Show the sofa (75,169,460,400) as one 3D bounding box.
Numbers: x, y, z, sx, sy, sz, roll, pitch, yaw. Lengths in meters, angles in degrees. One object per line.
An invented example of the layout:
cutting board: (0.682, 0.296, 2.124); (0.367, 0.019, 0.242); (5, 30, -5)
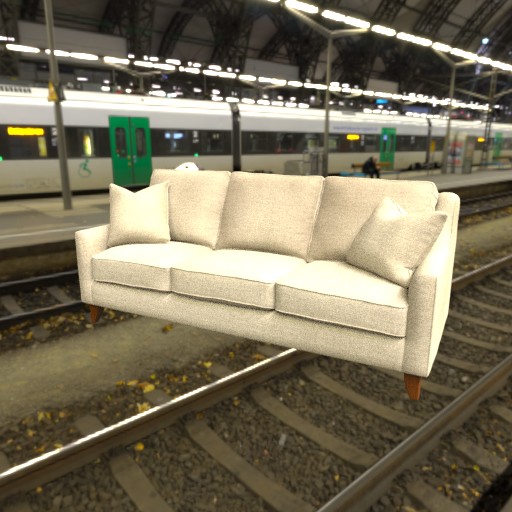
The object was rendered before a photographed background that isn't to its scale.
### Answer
sofa: (0.000, 0.000, 2.533); (2.031, 0.914, 0.865); (7, 16, 26)
